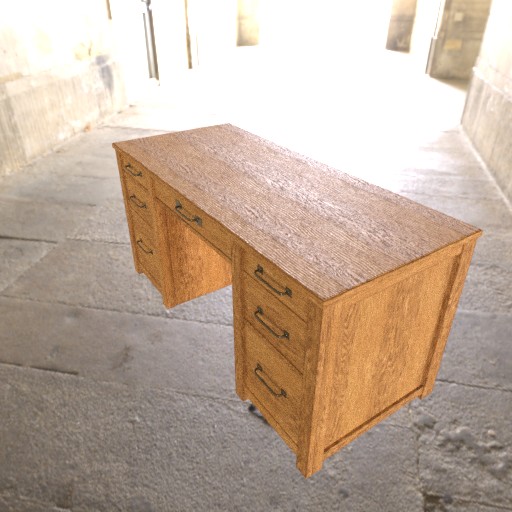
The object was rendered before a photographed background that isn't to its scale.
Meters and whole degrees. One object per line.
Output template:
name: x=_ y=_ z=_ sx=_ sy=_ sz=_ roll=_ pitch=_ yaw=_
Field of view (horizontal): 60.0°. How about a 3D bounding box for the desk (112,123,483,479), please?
desk: x=0.000 y=0.000 z=1.994 sx=0.685 sy=0.751 sz=1.567 roll=-19 pitch=36 yaw=-29
